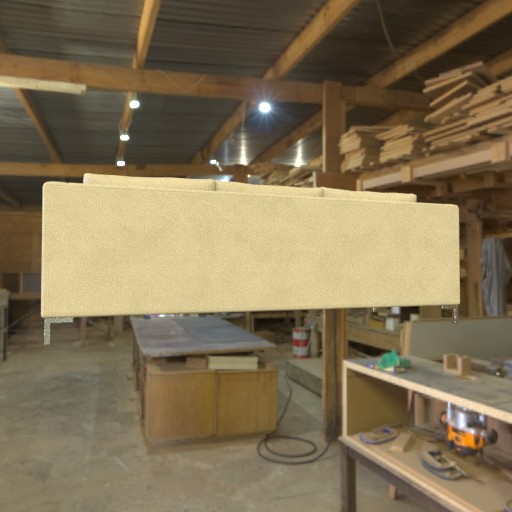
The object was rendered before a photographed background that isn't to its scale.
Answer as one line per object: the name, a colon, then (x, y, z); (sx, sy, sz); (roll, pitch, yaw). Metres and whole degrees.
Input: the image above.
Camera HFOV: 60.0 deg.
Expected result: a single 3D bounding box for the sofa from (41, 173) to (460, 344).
sofa: (0.000, 0.000, 2.888); (2.415, 0.867, 0.969); (1, -2, -19)
